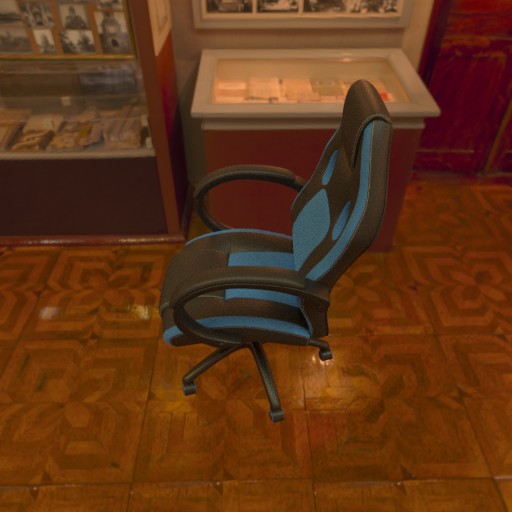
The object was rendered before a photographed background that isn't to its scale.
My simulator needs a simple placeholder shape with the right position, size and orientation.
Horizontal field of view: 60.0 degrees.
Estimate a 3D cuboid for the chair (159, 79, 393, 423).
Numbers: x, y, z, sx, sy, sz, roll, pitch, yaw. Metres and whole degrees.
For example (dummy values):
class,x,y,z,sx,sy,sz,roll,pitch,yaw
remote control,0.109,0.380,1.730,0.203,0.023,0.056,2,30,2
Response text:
class,x,y,z,sx,sy,sz,roll,pitch,yaw
chair,0.000,0.000,1.611,0.724,1.187,0.673,1,41,1
